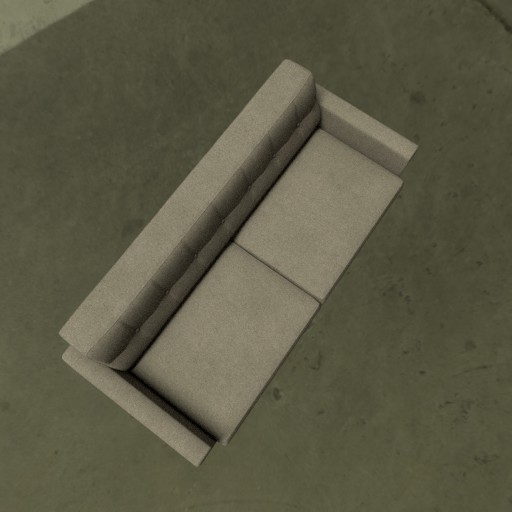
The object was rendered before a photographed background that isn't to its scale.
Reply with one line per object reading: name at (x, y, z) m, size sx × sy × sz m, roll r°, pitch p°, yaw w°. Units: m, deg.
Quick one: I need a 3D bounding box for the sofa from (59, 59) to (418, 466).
sofa at (0.000, 0.000, 2.459) m, size 0.909 × 0.841 × 2.029 m, roll 35°, pitch 77°, yaw 9°
